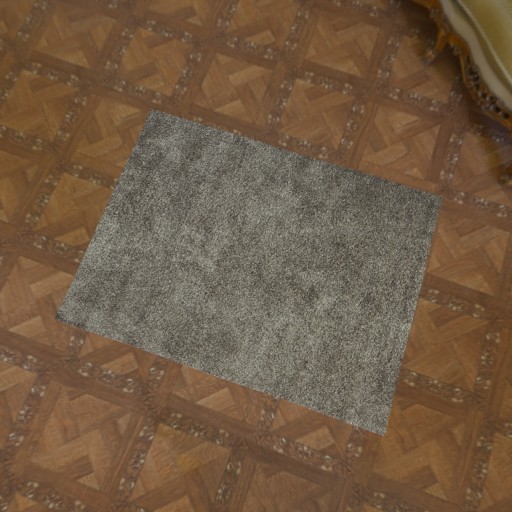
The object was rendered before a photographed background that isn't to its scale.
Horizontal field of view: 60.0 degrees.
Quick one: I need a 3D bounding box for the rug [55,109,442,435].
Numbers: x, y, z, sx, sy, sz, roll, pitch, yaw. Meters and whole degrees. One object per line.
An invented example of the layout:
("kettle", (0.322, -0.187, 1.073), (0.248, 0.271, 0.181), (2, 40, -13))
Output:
("rug", (0.000, 0.000, 2.178), (1.601, 0.025, 1.198), (18, 75, 5))
